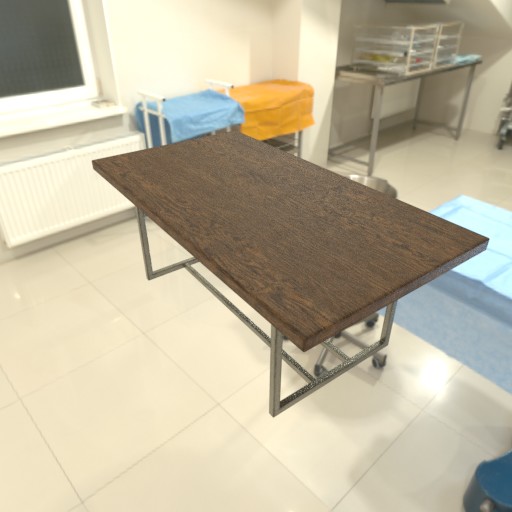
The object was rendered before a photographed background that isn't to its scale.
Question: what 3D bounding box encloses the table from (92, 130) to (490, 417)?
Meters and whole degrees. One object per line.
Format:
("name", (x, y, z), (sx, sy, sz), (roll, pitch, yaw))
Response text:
("table", (0.000, 0.000, 2.553), (1.078, 0.795, 1.989), (-21, 38, -30))
